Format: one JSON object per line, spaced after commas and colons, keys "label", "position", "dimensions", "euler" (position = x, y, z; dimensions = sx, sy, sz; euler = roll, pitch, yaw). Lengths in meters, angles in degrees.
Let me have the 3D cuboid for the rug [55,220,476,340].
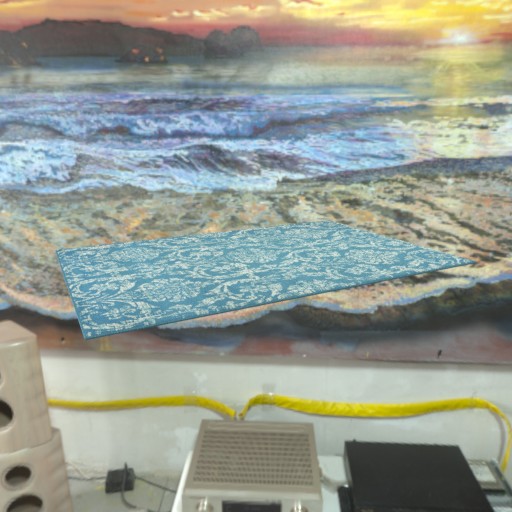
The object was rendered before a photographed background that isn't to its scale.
{"label": "rug", "position": [0.000, 0.000, 3.450], "dimensions": [2.746, 0.018, 1.816], "euler": [-8, 17, -27]}
